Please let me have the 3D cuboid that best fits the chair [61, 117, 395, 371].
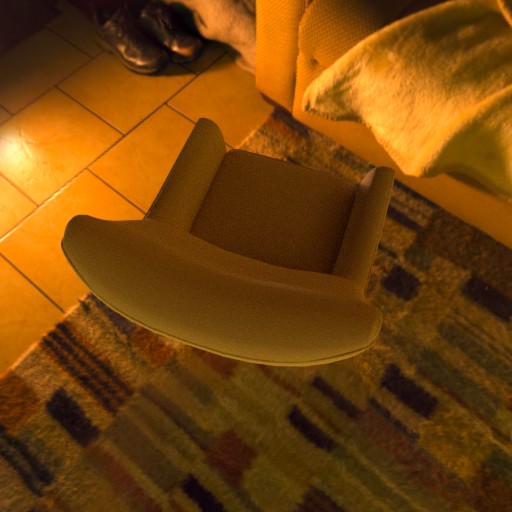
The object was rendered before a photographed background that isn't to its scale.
[{"bbox_3d":[0.000,0.000,1.493,0.756,0.916,0.879,17,65,8],"label":"chair"}]
